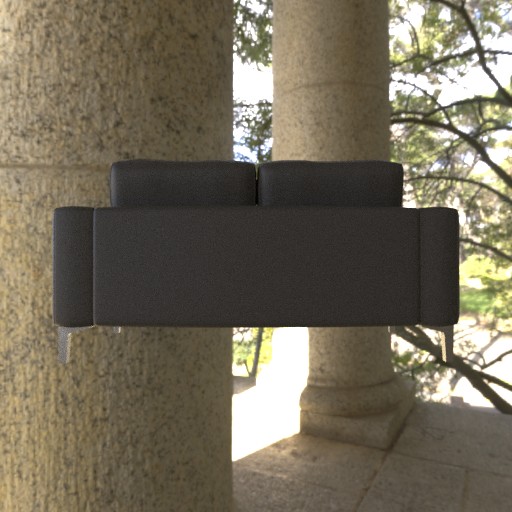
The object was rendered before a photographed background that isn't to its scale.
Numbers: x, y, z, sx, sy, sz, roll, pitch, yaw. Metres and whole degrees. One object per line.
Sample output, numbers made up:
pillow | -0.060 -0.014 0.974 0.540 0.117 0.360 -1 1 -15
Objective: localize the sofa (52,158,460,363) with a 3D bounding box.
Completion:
sofa | 0.000 0.000 2.232 1.726 0.892 0.833 0 0 -1
